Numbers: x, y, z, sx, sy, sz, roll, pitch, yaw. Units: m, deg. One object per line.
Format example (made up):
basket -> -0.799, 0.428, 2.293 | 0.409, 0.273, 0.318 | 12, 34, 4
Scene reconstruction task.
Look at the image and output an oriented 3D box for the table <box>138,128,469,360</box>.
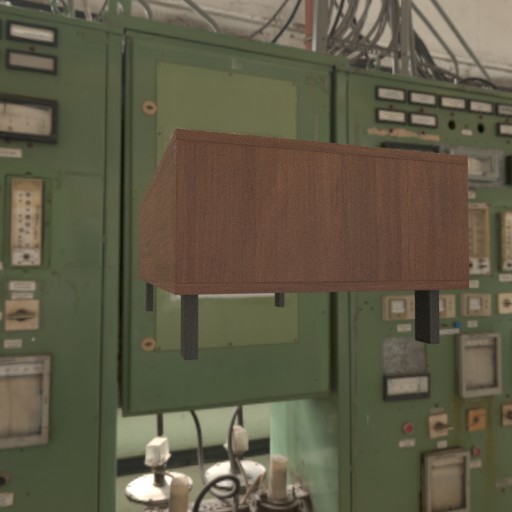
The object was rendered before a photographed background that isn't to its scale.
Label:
table -> 0.000, 0.000, 1.278 | 0.600, 0.380, 1.020 | 0, -1, -18
